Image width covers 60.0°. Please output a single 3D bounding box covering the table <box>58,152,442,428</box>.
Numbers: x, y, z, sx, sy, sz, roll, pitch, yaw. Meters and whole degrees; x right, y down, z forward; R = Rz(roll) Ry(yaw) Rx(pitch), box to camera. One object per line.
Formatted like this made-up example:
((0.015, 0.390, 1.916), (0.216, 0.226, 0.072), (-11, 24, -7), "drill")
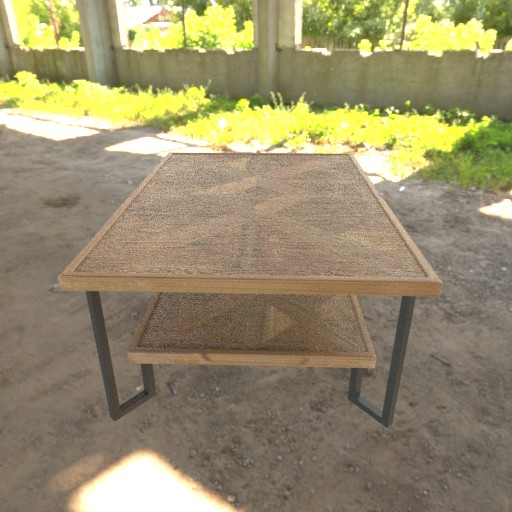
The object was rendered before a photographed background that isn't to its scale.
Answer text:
((0.000, 0.000, 1.667), (0.877, 0.492, 1.238), (1, 26, 2), "table")
